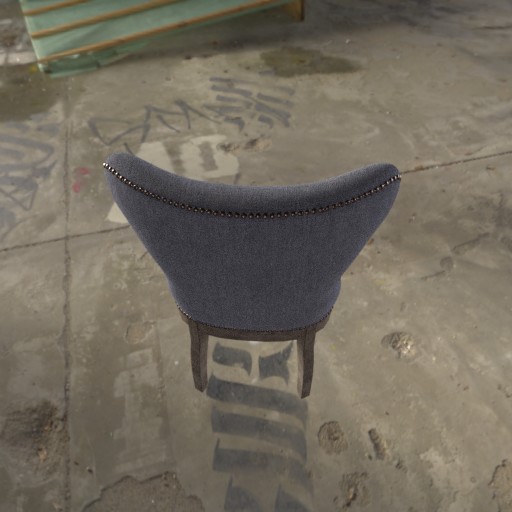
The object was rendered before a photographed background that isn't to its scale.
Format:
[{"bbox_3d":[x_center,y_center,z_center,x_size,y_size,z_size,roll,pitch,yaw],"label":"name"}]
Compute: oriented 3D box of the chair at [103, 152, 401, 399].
[{"bbox_3d":[0.000,0.000,1.436,0.654,1.002,0.681,3,47,3],"label":"chair"}]
